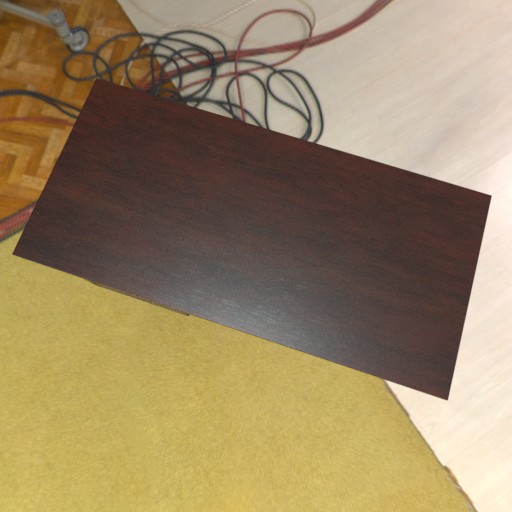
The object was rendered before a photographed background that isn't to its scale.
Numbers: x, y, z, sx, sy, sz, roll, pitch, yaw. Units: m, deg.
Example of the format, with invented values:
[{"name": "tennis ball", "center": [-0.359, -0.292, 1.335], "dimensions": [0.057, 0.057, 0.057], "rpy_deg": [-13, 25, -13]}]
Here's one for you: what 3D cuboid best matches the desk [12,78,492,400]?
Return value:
[{"name": "desk", "center": [0.000, 0.000, 1.663], "dimensions": [1.277, 0.758, 0.612], "rpy_deg": [18, 77, 4]}]
